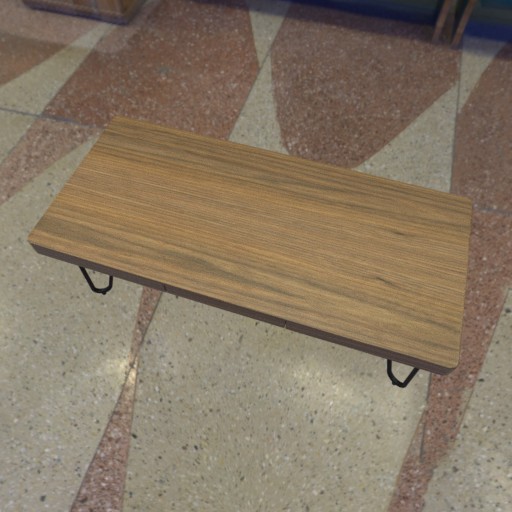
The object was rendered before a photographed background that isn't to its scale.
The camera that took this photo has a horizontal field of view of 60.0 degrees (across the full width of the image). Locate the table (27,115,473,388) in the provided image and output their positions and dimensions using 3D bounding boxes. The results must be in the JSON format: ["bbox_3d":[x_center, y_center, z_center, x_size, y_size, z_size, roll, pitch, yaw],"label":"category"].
[{"bbox_3d":[0.000,0.000,1.680,1.375,0.468,0.637,16,59,9],"label":"table"}]
